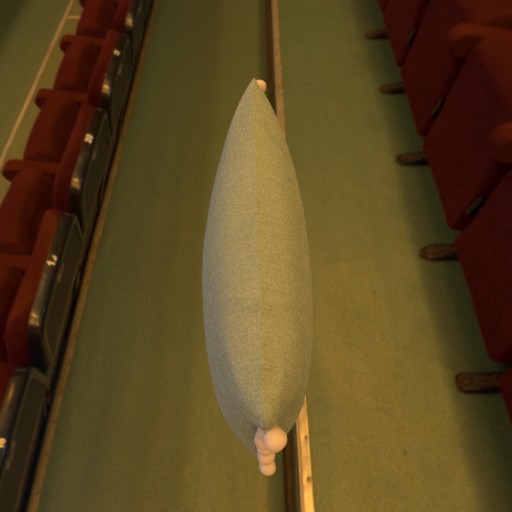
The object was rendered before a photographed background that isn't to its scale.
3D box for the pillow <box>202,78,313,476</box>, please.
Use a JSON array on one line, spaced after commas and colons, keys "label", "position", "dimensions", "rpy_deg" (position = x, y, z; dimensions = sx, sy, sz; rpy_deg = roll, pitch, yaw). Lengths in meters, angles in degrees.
[{"label": "pillow", "position": [0.000, 0.000, 0.812], "dimensions": [0.201, 0.322, 0.709], "rpy_deg": [-1, 57, -1]}]
